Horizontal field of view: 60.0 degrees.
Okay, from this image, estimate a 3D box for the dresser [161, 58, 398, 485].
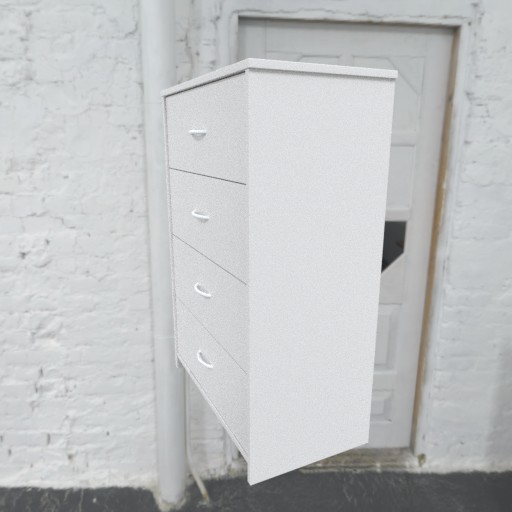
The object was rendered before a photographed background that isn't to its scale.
[{"bbox_3d":[0.000,0.000,1.392,0.401,1.021,0.704,-7,16,-25],"label":"dresser"}]
